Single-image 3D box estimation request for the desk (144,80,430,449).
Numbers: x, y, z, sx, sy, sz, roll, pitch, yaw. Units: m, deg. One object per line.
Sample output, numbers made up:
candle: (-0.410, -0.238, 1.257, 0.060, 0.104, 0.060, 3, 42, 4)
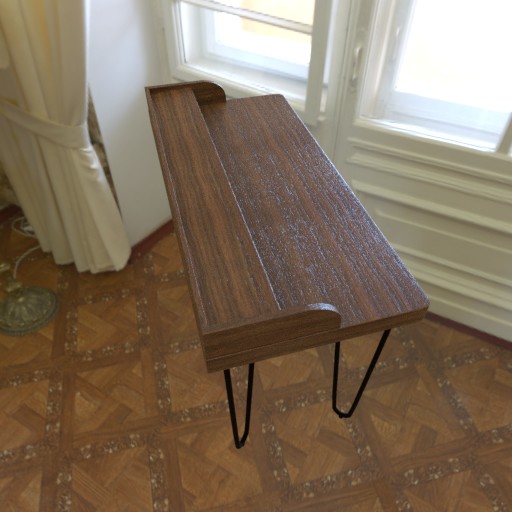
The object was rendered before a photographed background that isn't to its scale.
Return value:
desk: (0.000, 0.000, 1.668, 0.565, 0.854, 1.200, -11, 46, -11)
